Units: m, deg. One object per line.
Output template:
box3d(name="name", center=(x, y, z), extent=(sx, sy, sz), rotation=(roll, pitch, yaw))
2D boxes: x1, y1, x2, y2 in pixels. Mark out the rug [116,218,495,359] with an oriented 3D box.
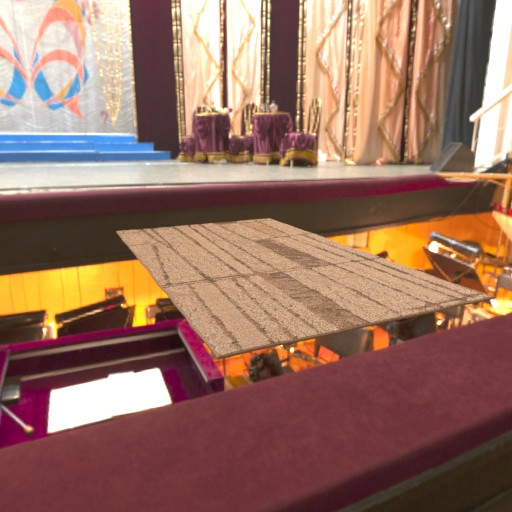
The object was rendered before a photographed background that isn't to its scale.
box3d(name="rug", center=(0.000, 0.000, 1.042), extent=(0.515, 0.007, 0.867), rotation=(-7, 16, -24))
